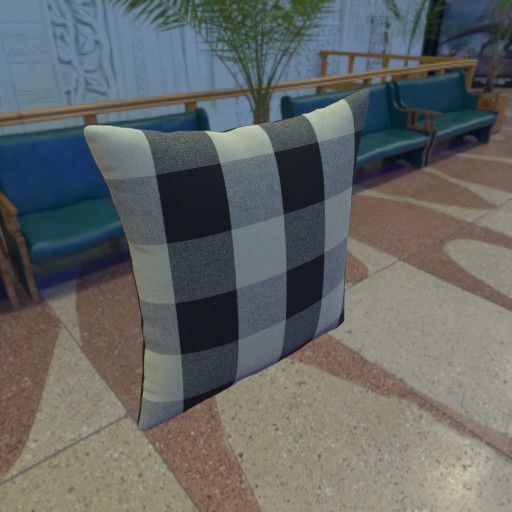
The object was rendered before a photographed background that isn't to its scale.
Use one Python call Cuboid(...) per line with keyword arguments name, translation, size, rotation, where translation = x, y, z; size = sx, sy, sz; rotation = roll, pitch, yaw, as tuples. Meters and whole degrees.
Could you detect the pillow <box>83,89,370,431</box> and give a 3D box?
Cuboid(name="pillow", translation=(0.000, 0.000, 0.771), size=(0.511, 0.509, 0.161), rotation=(-20, 34, -33))
